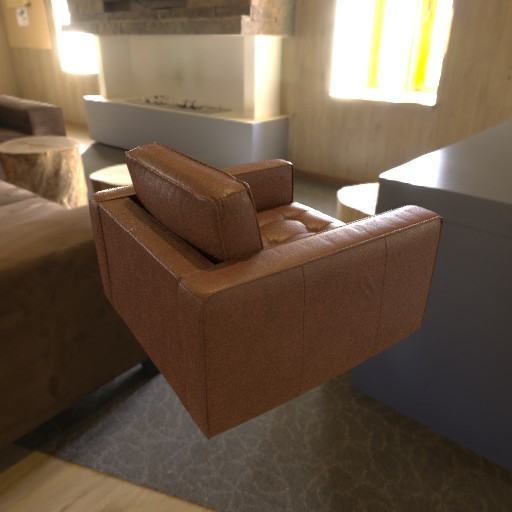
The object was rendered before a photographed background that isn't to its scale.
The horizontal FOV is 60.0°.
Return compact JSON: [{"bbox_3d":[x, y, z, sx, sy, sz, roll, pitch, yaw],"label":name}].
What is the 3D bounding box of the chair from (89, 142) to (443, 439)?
[{"bbox_3d":[0.000,0.000,1.583,0.900,0.770,0.920,-17,31,-30],"label":"chair"}]
